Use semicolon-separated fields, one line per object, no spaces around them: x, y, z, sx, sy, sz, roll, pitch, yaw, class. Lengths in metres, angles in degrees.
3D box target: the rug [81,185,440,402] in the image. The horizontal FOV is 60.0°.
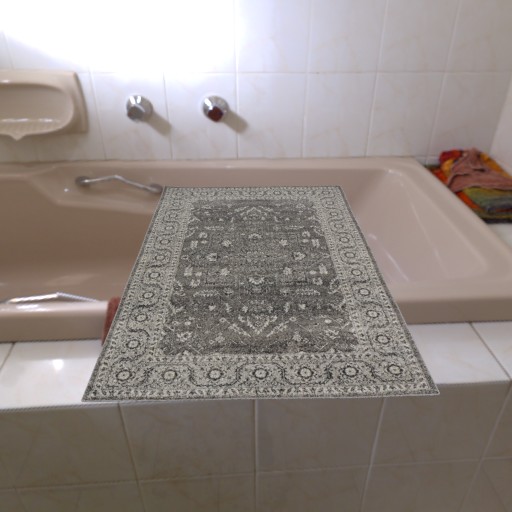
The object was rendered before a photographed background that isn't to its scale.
0.000;0.000;2.258;1.209;0.019;1.828;-1;32;-1;rug
